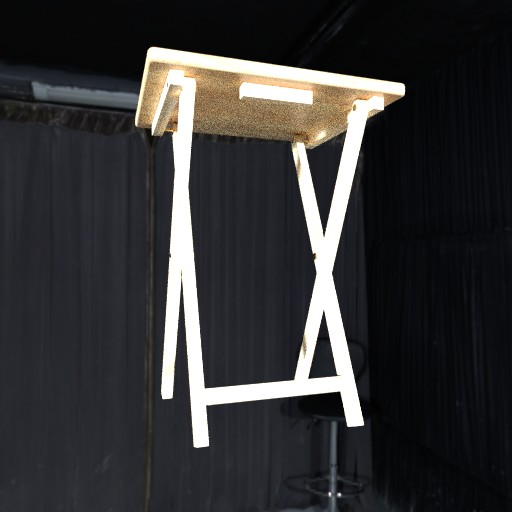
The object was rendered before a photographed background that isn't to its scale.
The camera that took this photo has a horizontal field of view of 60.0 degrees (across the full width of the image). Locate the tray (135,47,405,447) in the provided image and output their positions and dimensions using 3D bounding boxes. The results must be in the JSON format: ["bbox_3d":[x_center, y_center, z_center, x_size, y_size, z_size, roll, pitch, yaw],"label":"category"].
[{"bbox_3d":[0.000,0.000,0.953,0.483,0.660,0.381,0,0,-18],"label":"tray"}]
